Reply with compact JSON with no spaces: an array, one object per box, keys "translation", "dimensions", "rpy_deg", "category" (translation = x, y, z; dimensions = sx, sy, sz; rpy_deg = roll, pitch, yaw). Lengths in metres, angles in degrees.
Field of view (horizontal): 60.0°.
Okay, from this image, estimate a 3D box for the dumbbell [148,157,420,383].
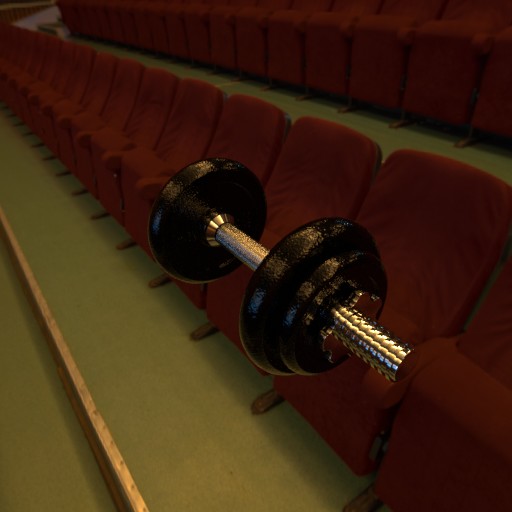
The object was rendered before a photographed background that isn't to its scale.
[{"translation":[0.000,0.000,0.598],"dimensions":[0.202,0.202,0.497],"rpy_deg":[-21,38,-30],"category":"dumbbell"}]
